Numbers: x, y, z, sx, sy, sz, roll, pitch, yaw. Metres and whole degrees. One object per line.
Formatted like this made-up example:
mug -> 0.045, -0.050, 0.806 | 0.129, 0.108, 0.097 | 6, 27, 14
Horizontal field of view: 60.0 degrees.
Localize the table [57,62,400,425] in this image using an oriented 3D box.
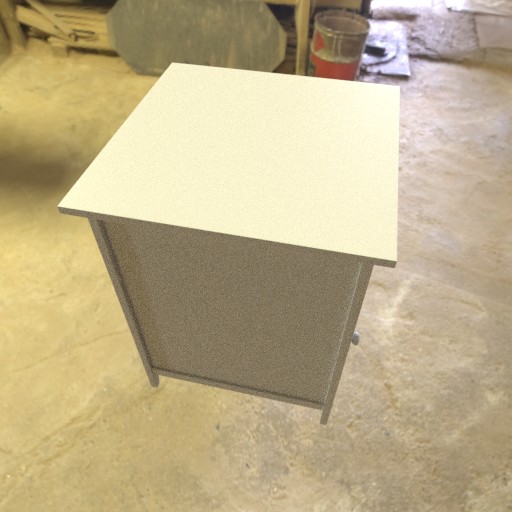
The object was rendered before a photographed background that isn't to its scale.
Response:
table -> 0.000, 0.000, 0.781 | 0.381, 0.483, 0.381 | 10, 48, 9
